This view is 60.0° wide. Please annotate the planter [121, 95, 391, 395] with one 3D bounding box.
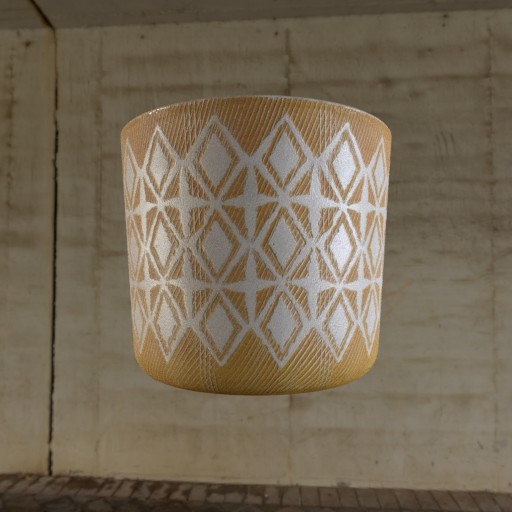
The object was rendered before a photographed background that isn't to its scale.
[{"bbox_3d":[0.000,0.000,0.327,0.193,0.165,0.193,0,-2,0],"label":"planter"}]
